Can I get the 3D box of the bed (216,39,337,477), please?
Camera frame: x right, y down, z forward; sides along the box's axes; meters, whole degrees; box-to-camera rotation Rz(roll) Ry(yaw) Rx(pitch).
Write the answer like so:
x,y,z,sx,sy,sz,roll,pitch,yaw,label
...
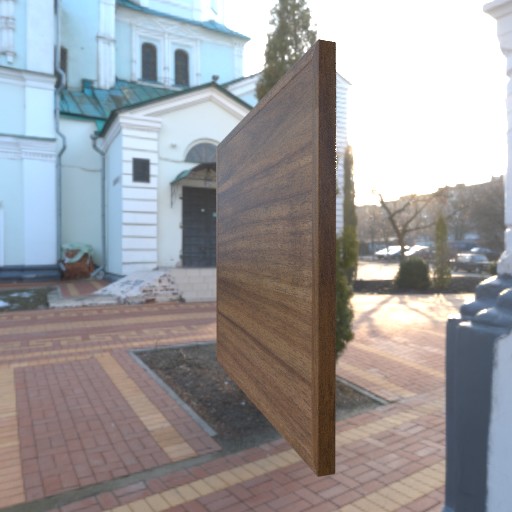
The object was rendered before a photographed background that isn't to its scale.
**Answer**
x,y,z,sx,sy,sz,roll,pitch,yaw,label
0.000,0.000,1.452,0.043,0.940,1.041,0,1,-17,bed
